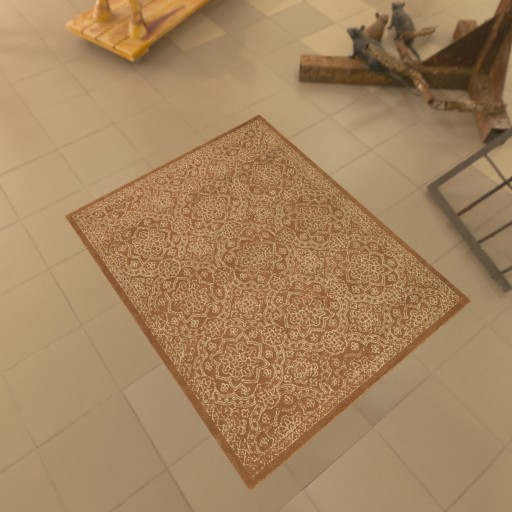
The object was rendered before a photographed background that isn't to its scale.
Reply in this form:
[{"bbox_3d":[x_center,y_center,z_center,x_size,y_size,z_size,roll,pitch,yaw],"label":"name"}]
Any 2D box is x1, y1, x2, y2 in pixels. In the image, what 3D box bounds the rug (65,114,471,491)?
[{"bbox_3d":[0.000,0.000,4.148,2.441,0.015,3.050,-33,64,-19],"label":"rug"}]
